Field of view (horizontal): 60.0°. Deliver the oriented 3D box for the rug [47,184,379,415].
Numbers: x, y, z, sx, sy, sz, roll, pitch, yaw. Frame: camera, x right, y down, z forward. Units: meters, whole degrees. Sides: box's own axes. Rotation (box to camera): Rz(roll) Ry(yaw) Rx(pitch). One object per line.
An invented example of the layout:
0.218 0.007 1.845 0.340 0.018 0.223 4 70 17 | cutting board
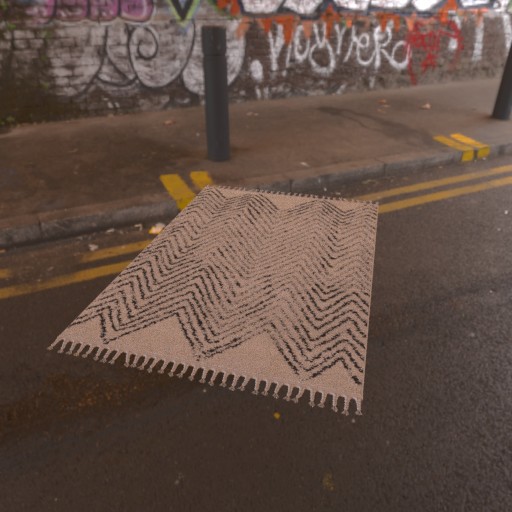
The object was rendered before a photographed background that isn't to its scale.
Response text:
0.000 0.000 2.368 1.230 0.014 1.847 8 32 13 | rug
